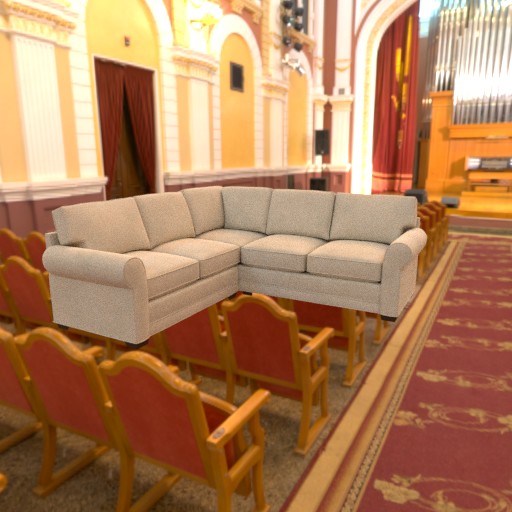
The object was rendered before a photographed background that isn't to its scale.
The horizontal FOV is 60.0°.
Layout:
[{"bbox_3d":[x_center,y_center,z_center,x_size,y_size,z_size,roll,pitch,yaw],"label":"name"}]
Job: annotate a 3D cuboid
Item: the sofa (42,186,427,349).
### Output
[{"bbox_3d":[0.000,0.000,3.955,2.569,1.054,2.487,7,15,28],"label":"sofa"}]
